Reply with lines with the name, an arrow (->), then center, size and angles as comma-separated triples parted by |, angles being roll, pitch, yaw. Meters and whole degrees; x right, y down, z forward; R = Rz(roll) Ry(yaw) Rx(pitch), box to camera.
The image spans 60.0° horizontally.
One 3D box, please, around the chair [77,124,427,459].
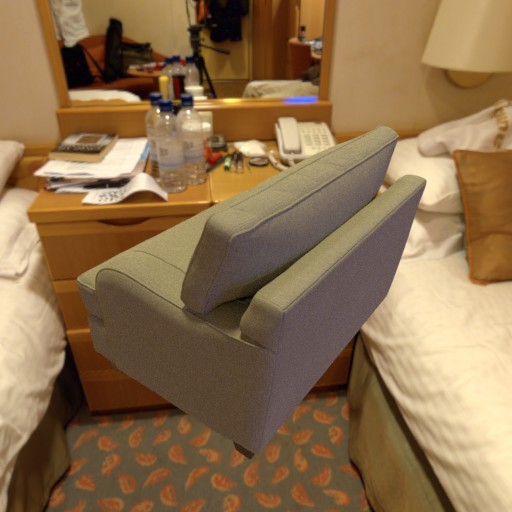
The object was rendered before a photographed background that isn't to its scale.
chair -> 0.000, 0.000, 1.986 | 1.041, 1.016, 1.220 | 21, 37, 30
